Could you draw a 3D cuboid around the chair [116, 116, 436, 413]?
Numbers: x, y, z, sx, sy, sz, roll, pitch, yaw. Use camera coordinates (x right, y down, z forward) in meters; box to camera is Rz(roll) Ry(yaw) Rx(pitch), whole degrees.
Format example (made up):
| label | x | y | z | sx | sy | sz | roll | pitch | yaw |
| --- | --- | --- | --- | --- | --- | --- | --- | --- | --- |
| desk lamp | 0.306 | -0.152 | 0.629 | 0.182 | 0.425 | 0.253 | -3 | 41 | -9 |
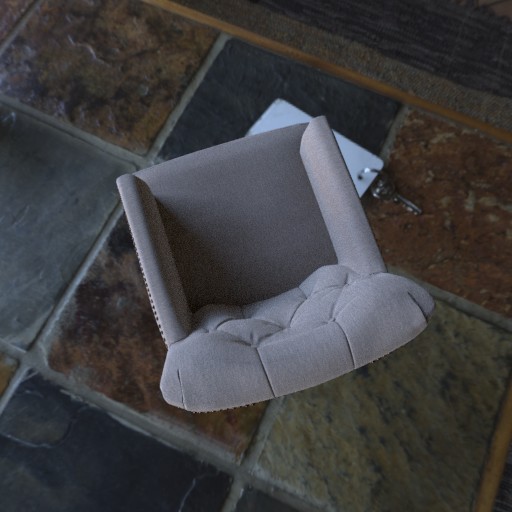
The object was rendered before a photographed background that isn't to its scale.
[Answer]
| label | x | y | z | sx | sy | sz | roll | pitch | yaw |
| --- | --- | --- | --- | --- | --- | --- | --- | --- | --- |
| chair | 0.000 | 0.000 | 1.540 | 0.737 | 0.823 | 0.902 | -18 | 75 | -5 |
